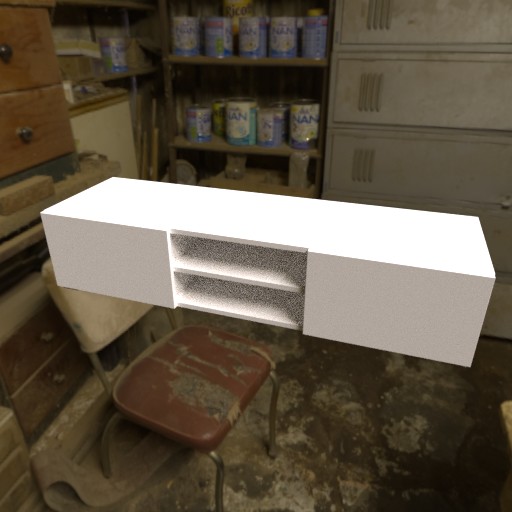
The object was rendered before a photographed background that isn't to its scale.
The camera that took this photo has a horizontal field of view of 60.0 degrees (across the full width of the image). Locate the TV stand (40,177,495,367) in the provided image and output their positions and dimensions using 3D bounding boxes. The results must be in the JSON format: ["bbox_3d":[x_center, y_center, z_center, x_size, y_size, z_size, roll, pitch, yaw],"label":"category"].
[{"bbox_3d":[0.000,0.000,1.548,1.400,0.310,0.420,9,28,16],"label":"TV stand"}]
